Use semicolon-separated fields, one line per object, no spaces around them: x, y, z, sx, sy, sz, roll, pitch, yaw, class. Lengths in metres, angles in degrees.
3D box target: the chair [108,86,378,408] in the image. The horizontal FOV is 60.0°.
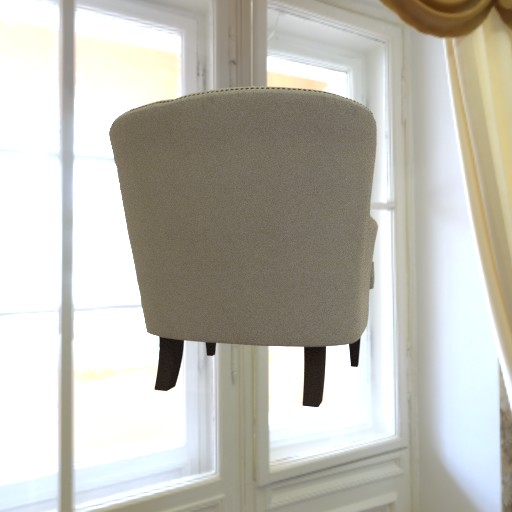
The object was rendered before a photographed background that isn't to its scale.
0.000;0.000;1.568;0.848;0.868;0.906;0;0;19;chair
